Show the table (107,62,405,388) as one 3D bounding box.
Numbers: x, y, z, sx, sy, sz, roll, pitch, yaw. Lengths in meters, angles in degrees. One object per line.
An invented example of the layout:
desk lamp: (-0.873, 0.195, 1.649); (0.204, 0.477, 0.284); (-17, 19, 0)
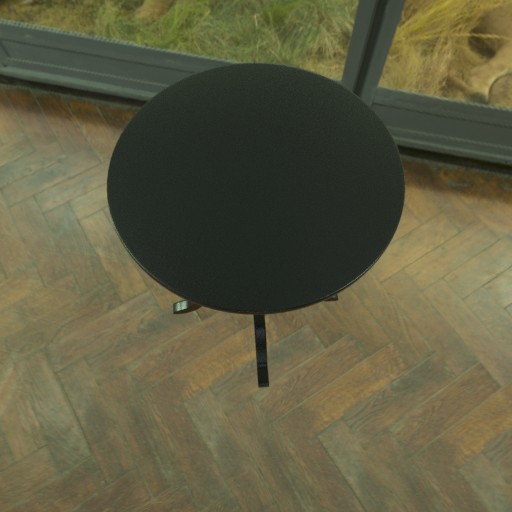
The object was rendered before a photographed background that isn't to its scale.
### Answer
table: (0.000, 0.000, 1.013); (0.481, 0.665, 0.481); (0, 65, 0)
